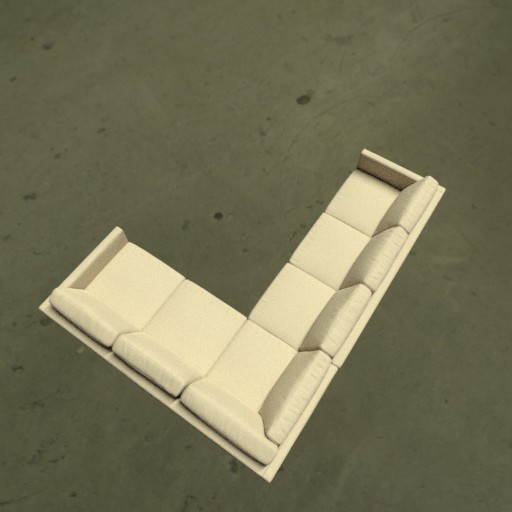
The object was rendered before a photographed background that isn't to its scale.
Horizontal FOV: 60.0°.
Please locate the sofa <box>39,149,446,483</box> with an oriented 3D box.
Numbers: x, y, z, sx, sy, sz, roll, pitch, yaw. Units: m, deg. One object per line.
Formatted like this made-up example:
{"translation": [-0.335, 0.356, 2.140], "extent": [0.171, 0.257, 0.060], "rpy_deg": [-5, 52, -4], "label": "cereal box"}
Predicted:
{"translation": [0.000, 0.000, 4.341], "extent": [2.432, 0.871, 3.182], "rpy_deg": [31, 67, 15], "label": "sofa"}
